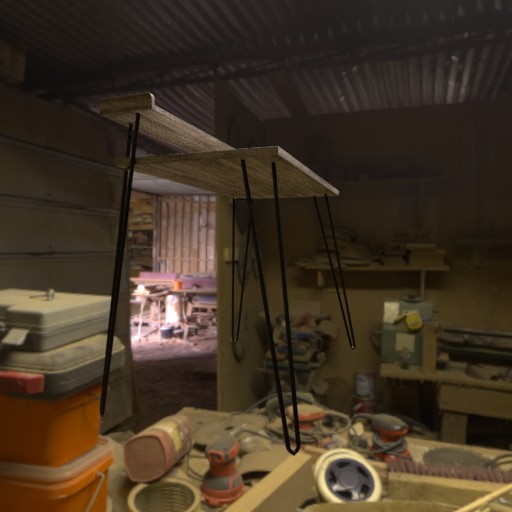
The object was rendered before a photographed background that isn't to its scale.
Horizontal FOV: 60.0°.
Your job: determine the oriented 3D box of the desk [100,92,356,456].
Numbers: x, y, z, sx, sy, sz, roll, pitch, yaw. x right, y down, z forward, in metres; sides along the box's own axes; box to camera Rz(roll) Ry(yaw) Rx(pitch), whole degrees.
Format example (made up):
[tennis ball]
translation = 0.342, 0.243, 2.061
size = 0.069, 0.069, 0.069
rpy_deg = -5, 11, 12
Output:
[desk]
translation = 0.000, 0.000, 1.644
size = 0.605, 0.899, 1.135
rpy_deg = 0, 1, 19
